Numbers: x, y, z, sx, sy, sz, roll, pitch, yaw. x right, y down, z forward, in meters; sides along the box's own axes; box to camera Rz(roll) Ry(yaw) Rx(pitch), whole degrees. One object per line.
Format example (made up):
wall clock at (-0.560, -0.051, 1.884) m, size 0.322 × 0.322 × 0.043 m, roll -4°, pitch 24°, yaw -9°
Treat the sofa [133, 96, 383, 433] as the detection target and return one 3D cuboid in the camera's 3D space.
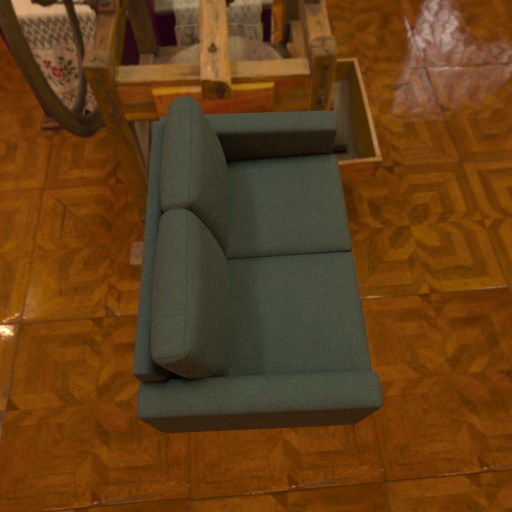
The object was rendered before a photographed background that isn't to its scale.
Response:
sofa at (0.000, 0.000, 2.124) m, size 0.955 × 0.903 × 1.489 m, roll -2°, pitch 63°, yaw -1°
